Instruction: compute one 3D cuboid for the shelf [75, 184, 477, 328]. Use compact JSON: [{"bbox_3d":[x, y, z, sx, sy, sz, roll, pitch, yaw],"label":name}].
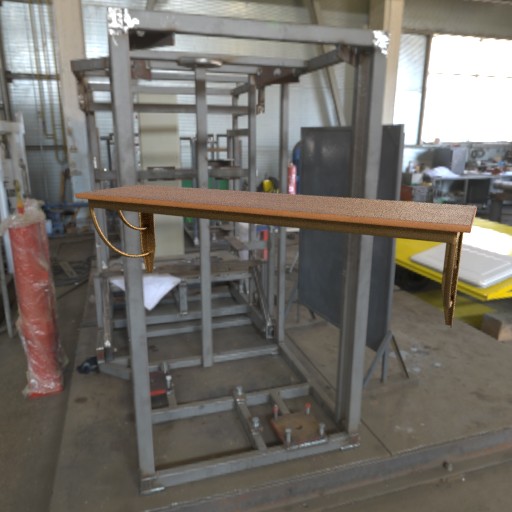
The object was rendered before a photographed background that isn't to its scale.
[{"bbox_3d":[0.000,0.000,0.738,0.636,0.190,0.166,8,17,26],"label":"shelf"}]
